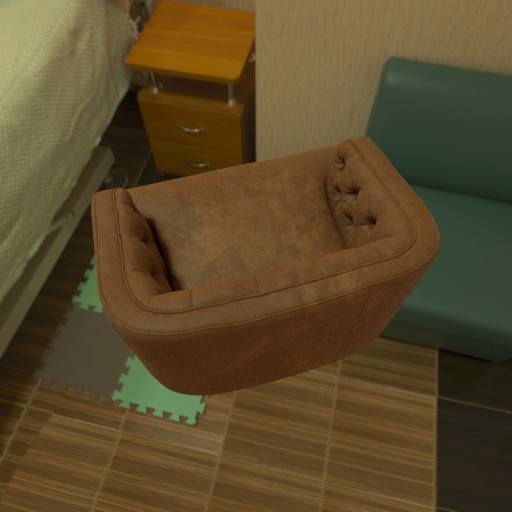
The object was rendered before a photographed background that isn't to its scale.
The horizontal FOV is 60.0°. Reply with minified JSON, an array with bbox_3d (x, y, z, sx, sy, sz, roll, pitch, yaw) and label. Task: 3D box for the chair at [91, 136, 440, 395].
[{"bbox_3d":[0.000,0.000,1.774,1.119,0.836,0.911,-14,59,-9],"label":"chair"}]
